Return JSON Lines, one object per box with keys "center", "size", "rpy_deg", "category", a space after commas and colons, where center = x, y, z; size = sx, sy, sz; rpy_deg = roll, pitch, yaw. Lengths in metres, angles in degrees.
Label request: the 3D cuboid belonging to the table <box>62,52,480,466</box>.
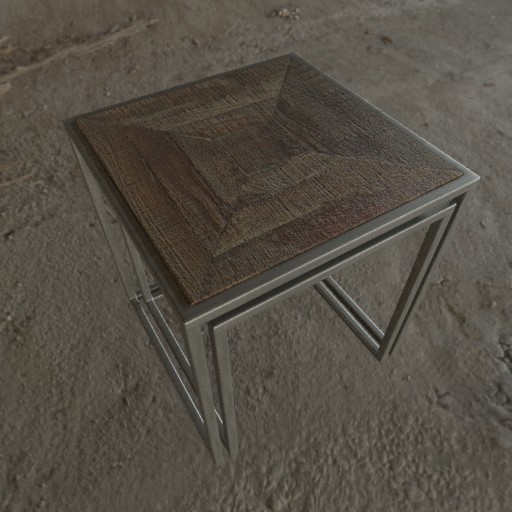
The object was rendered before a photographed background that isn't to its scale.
{"center": [0.000, 0.000, 0.842], "size": [0.450, 0.500, 0.449], "rpy_deg": [-25, 53, -20], "category": "table"}
